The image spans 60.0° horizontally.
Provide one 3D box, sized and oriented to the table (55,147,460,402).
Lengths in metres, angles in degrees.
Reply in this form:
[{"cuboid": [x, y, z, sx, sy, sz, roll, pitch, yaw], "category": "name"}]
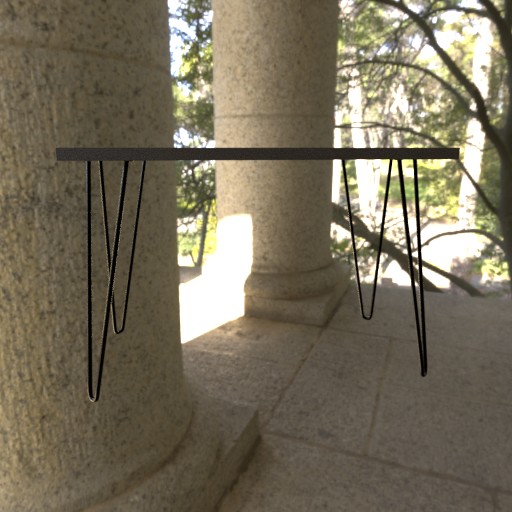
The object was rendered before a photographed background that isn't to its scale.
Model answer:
[{"cuboid": [0.000, 0.000, 1.391, 0.991, 0.660, 0.499, -2, 14, -8], "category": "table"}]
